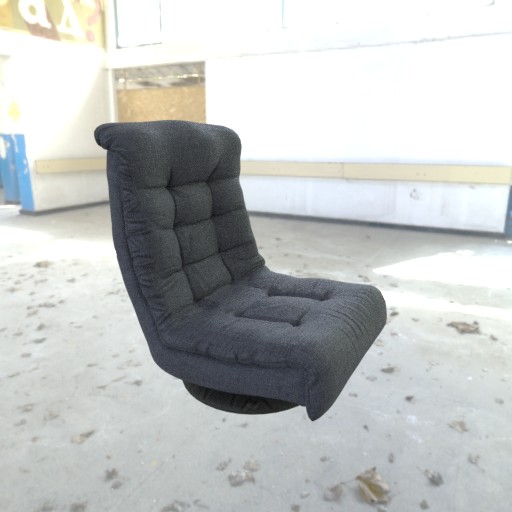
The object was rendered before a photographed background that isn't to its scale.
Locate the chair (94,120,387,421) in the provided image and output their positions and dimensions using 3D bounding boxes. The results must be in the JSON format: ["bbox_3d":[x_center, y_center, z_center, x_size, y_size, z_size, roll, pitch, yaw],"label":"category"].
[{"bbox_3d":[0.000,0.000,1.262,0.668,0.749,0.597,8,17,27],"label":"chair"}]
